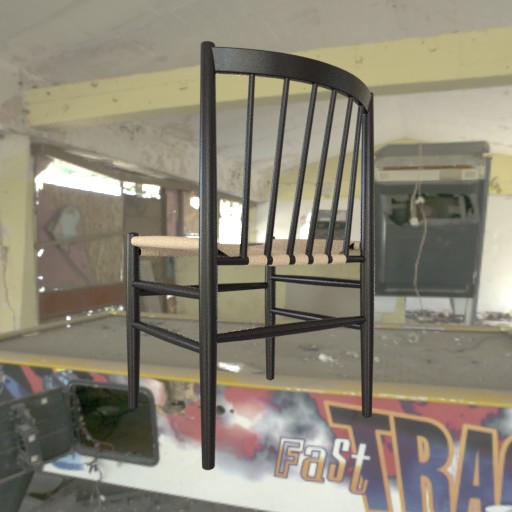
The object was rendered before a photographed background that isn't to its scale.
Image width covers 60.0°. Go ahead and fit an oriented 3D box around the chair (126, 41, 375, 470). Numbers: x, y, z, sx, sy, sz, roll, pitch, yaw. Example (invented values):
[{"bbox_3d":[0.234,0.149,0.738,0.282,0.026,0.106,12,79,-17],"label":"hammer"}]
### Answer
[{"bbox_3d":[0.000,0.000,1.115,0.495,0.818,0.516,0,1,-36],"label":"chair"}]
